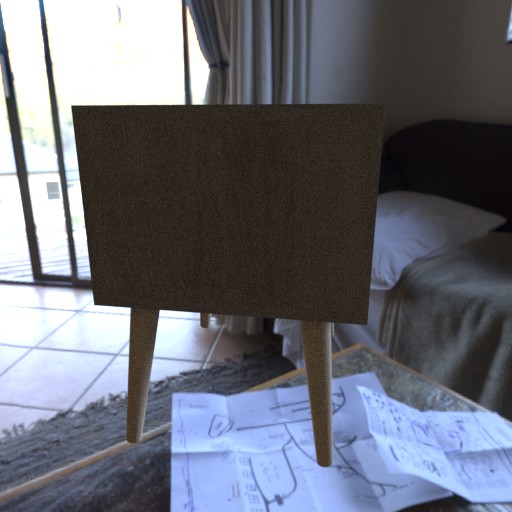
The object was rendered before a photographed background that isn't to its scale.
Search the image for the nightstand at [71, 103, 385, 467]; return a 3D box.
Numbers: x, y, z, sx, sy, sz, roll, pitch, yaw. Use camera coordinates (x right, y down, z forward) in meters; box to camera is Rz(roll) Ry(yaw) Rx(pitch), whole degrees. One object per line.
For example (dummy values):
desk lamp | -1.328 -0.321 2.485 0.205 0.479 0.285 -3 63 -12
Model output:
nightstand | 0.000 0.000 0.794 0.380 0.500 0.450 3 17 9
